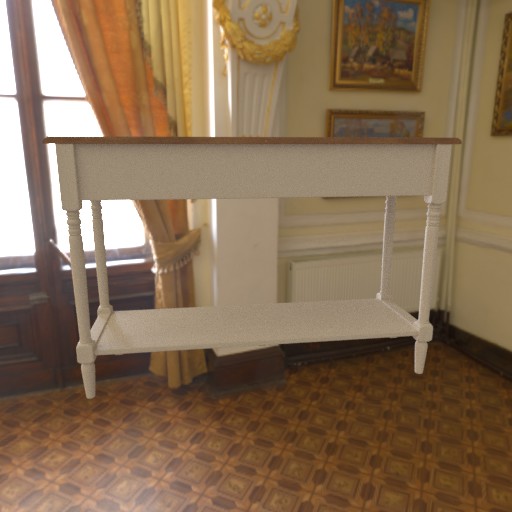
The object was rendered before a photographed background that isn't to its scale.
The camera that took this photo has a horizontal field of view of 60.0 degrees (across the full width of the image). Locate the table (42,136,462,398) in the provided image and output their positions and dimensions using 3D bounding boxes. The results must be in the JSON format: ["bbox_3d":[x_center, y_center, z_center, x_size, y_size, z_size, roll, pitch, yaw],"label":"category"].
[{"bbox_3d":[0.000,0.000,1.560,1.219,0.800,0.399,-2,14,-8],"label":"table"}]
